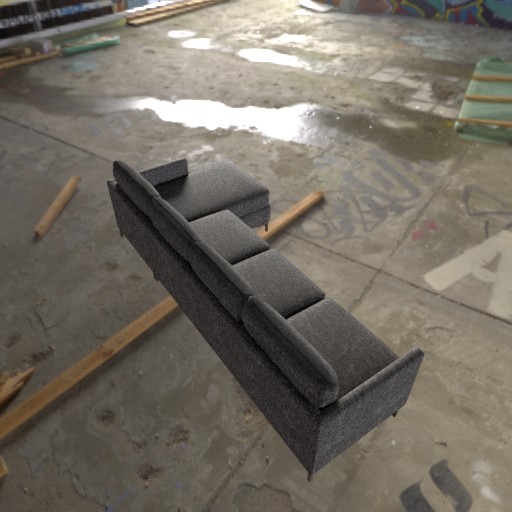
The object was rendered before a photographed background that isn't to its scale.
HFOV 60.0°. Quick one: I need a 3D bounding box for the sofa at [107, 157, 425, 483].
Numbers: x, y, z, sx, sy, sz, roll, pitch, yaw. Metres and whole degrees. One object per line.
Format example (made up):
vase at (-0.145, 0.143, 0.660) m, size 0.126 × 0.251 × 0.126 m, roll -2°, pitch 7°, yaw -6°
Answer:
sofa at (0.000, 0.000, 4.042) m, size 1.488 × 0.970 × 3.384 m, roll -24°, pitch 46°, yaw -26°
